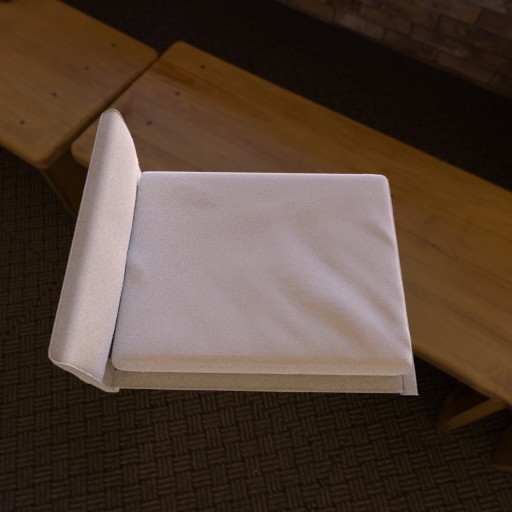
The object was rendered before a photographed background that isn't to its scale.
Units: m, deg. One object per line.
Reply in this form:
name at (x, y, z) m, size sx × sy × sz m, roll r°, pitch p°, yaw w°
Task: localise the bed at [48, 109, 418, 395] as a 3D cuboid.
bed at (0.000, 0.000, 3.489) m, size 2.498 × 1.126 × 1.980 m, roll 1°, pitch 64°, yaw 0°
